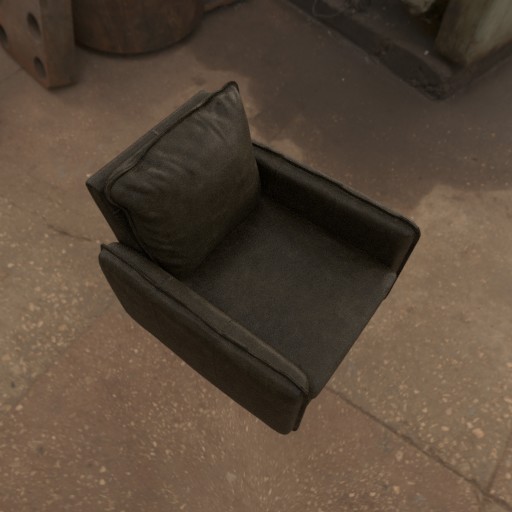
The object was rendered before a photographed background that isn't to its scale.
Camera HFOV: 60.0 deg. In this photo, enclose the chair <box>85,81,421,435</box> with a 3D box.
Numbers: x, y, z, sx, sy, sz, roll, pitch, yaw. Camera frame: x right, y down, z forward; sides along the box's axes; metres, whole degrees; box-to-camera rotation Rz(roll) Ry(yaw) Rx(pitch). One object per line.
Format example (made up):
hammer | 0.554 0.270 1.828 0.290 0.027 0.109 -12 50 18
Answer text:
chair | 0.000 0.000 1.646 0.921 0.921 0.830 33 64 19
